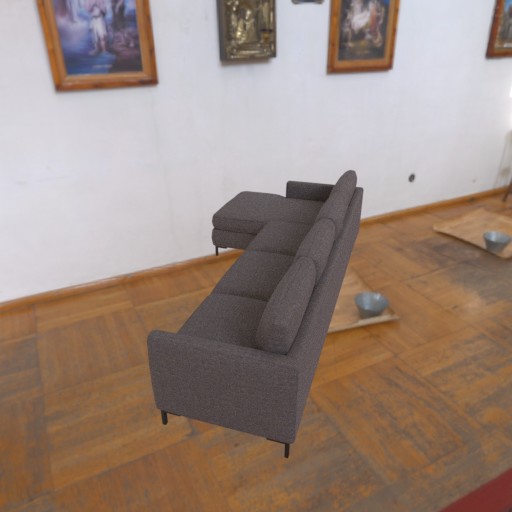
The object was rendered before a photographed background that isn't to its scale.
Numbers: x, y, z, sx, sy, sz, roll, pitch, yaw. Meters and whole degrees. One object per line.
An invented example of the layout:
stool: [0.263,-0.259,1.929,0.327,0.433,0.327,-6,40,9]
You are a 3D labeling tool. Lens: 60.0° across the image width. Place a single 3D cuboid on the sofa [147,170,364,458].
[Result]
sofa: [0.000,0.000,3.260,1.258,0.754,2.731,8,27,16]
